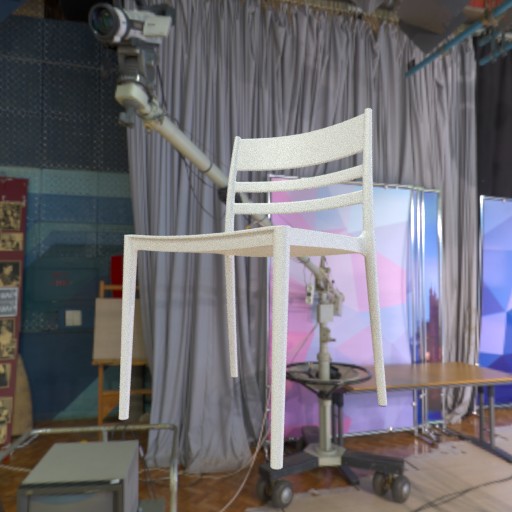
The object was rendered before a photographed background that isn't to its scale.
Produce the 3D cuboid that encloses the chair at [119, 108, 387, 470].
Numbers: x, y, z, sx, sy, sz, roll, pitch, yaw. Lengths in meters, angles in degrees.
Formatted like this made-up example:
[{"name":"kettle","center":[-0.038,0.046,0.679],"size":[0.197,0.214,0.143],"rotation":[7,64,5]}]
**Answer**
[{"name":"chair","center":[0.000,0.000,1.159],"size":[0.531,0.800,0.511],"rotation":[-1,-1,36]}]
